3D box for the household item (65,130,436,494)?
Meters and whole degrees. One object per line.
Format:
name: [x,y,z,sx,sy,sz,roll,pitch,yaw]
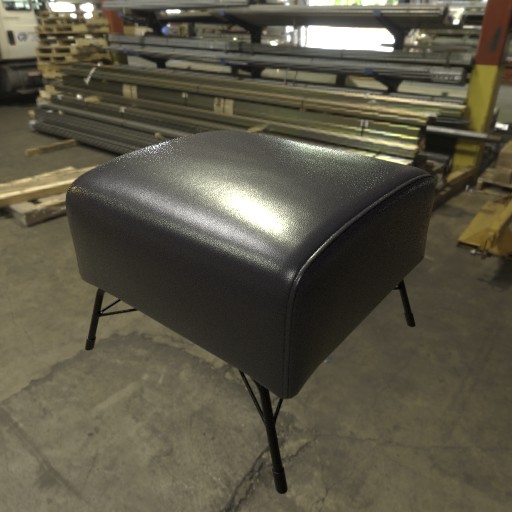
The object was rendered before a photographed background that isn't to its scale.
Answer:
household item: [0.000,0.000,0.890,0.530,0.410,0.530,22,36,33]
